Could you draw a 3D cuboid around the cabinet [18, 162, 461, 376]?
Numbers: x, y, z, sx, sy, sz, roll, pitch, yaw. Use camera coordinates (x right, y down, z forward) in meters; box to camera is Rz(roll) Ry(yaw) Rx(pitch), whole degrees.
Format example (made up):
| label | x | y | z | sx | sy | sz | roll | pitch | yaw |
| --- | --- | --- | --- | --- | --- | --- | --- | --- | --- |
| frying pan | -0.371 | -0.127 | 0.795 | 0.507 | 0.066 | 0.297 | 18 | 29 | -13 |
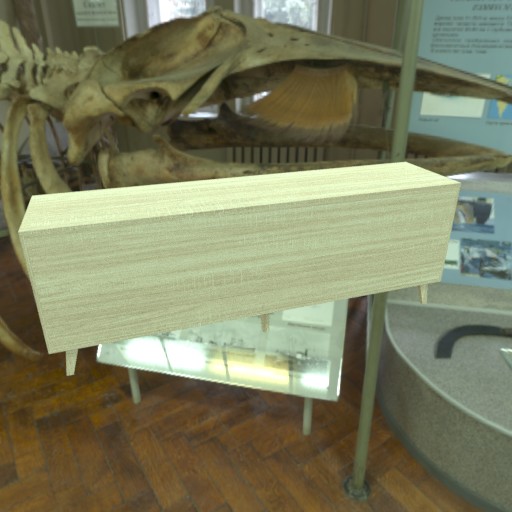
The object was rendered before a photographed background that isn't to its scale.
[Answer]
| label | x | y | z | sx | sy | sz | roll | pitch | yaw |
| --- | --- | --- | --- | --- | --- | --- | --- | --- | --- |
| cabinet | 0.000 | 0.000 | 2.493 | 2.200 | 0.780 | 0.500 | -8 | 27 | -17 |
